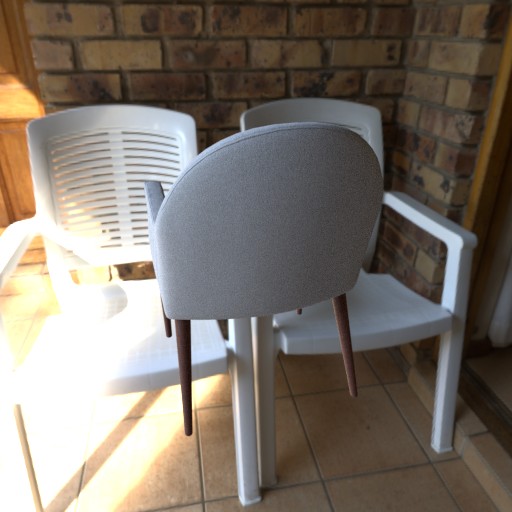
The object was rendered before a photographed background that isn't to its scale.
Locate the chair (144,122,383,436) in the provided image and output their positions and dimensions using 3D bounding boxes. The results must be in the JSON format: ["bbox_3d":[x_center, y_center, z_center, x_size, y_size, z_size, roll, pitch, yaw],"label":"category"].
[{"bbox_3d":[0.000,0.000,1.347,0.610,0.889,0.620,-8,28,-15],"label":"chair"}]
